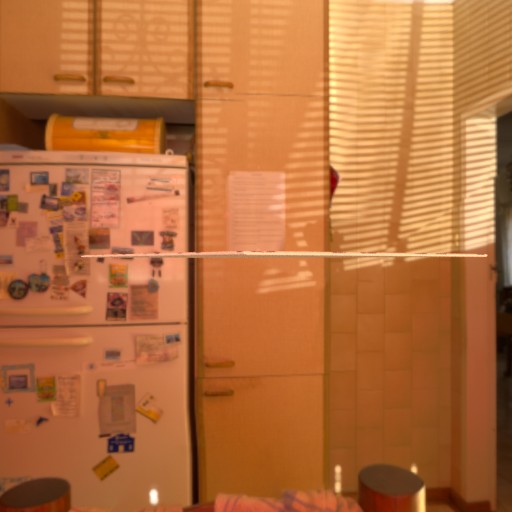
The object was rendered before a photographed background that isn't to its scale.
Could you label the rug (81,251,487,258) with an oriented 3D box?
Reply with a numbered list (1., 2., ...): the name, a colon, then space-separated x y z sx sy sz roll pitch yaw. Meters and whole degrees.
1. rug: 0.000 0.000 3.873 2.211 0.021 2.910 0 -1 -36
